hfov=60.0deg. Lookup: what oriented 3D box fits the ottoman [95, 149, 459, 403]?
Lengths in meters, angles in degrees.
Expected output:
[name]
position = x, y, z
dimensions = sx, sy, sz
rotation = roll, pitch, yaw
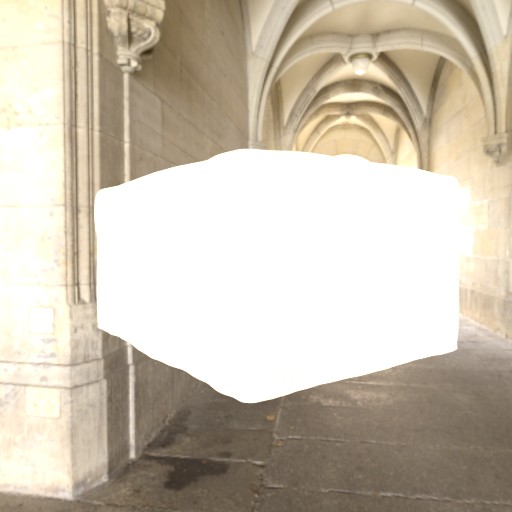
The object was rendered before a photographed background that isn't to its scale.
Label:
[ottoman]
position = 0.000, 0.000, 1.223
dimensions = 0.650, 0.485, 0.833
rotation = -1, 2, -36
